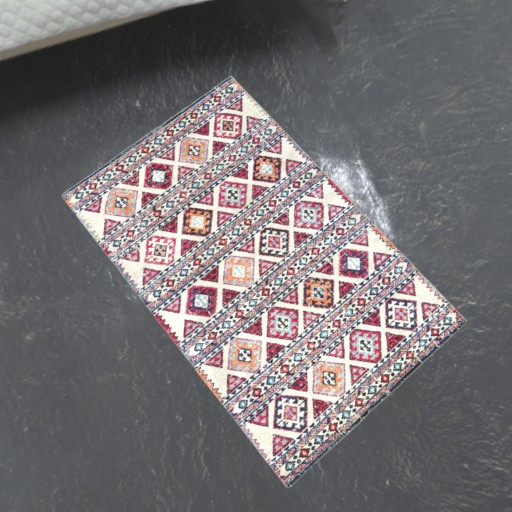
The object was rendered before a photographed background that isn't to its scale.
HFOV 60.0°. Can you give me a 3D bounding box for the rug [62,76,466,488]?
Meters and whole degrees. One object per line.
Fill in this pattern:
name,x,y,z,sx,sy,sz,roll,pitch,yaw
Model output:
rug,0.000,0.000,2.990,1.545,0.010,2.440,-39,78,-10
